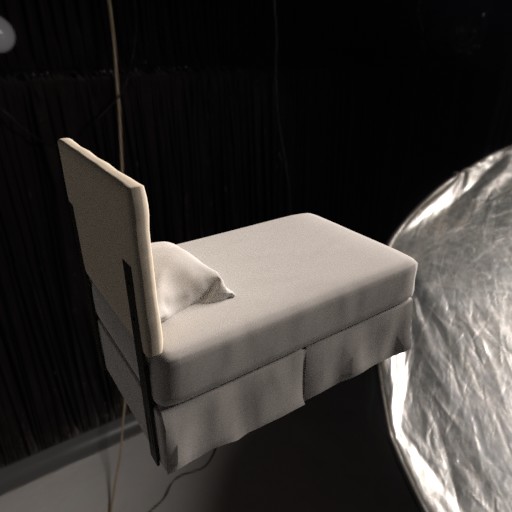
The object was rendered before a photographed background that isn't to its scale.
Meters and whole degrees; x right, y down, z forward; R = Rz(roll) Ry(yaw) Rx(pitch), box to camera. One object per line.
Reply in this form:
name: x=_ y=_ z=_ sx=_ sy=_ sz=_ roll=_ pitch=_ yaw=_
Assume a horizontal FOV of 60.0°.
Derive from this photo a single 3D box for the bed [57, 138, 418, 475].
bed: x=0.000 y=0.000 z=2.928 sx=1.997 sy=1.571 sz=1.261 roll=-17 pitch=30 yaw=-31
